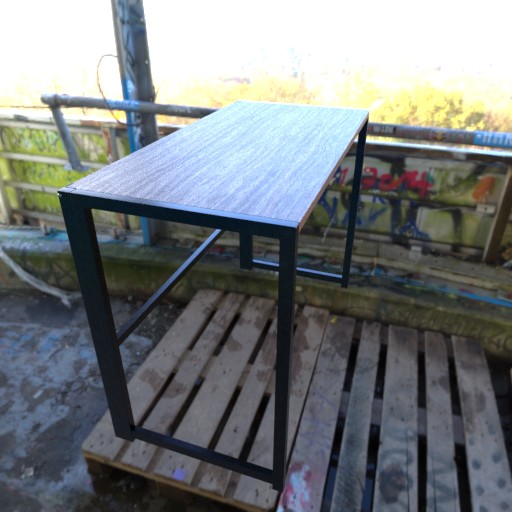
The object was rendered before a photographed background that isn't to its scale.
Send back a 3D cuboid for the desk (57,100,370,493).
[{"bbox_3d":[0.000,0.000,1.438,0.508,0.762,1.016,10,31,17],"label":"desk"}]
